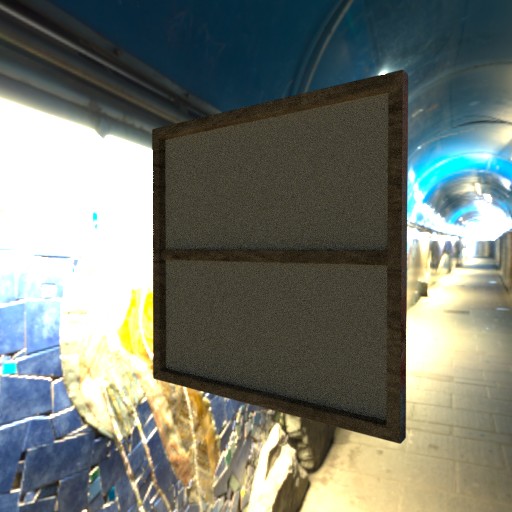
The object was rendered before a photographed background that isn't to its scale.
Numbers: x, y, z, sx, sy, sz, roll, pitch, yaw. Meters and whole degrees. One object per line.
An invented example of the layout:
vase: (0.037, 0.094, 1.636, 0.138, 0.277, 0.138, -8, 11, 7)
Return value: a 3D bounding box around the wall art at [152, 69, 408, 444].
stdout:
wall art: (0.000, 0.000, 1.116, 0.747, 0.747, 0.035, 1, 1, 36)
